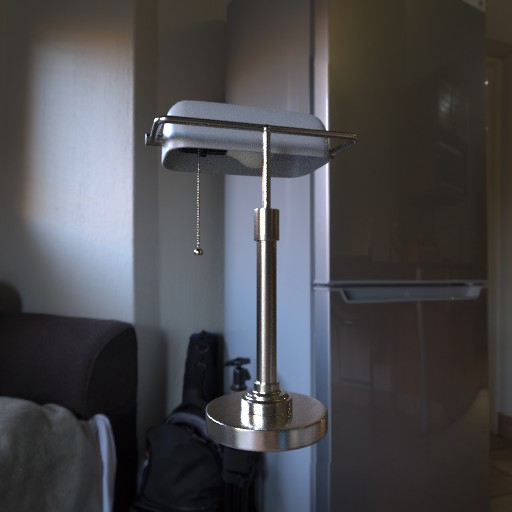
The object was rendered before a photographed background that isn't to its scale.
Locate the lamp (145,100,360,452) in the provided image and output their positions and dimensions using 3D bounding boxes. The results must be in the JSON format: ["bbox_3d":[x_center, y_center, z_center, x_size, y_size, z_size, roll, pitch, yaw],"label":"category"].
[{"bbox_3d":[0.000,0.000,0.566,0.269,0.404,0.227,0,-1,-18],"label":"lamp"}]
